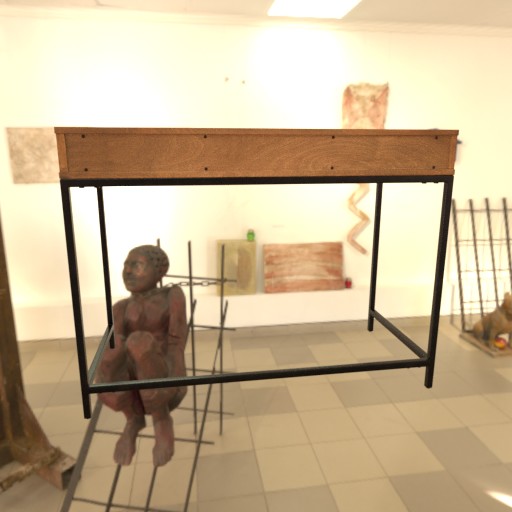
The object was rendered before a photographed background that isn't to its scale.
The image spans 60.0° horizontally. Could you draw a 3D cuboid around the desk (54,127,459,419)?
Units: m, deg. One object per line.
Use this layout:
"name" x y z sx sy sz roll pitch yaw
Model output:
"desk" 0.000 0.000 1.411 1.016 0.762 0.470 -2 14 -9
